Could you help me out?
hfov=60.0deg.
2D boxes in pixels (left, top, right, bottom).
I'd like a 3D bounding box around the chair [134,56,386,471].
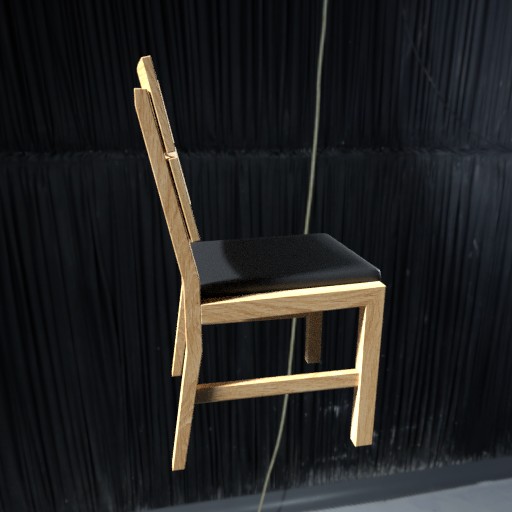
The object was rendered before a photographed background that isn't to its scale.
[{"bbox_3d":[0.000,0.000,1.236,0.569,0.950,0.475,-3,17,-10],"label":"chair"}]
